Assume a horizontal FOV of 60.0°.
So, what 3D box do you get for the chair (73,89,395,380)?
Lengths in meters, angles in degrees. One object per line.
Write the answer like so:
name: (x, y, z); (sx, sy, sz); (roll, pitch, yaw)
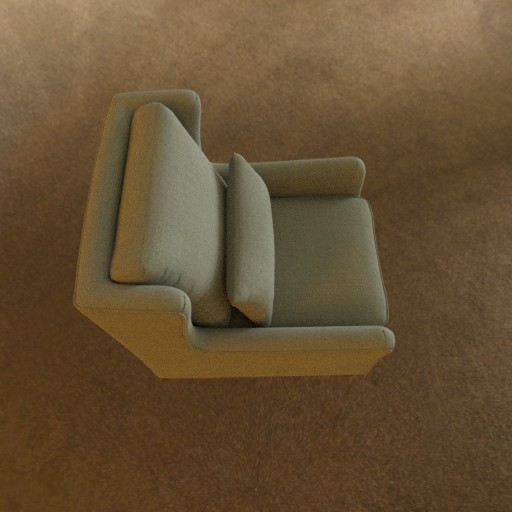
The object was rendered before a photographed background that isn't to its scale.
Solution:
chair: (0.000, 0.000, 1.822); (1.040, 1.056, 0.866); (-1, 62, -1)
